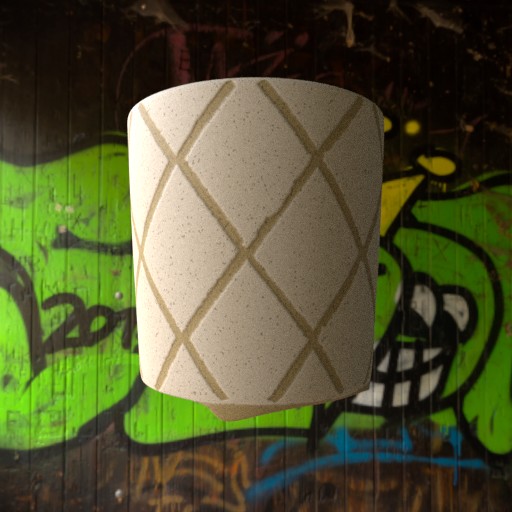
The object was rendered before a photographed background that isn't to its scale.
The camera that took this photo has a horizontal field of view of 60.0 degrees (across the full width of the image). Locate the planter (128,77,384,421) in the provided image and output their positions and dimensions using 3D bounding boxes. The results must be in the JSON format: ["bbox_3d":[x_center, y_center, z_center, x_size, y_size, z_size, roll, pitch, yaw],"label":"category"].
[{"bbox_3d":[0.000,0.000,0.407,0.228,0.235,0.228,0,-1,0],"label":"planter"}]
